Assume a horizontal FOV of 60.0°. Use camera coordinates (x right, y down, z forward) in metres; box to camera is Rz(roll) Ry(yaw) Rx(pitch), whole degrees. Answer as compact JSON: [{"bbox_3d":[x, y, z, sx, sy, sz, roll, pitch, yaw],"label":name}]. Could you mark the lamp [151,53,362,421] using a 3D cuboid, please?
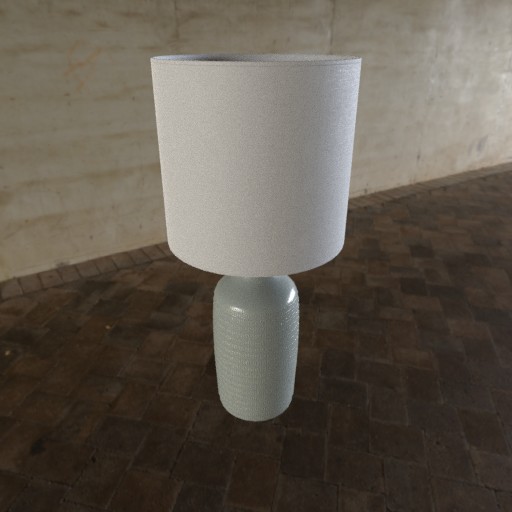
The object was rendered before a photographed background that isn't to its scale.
[{"bbox_3d":[0.000,0.000,0.578,0.220,0.475,0.220,0,26,0],"label":"lamp"}]
